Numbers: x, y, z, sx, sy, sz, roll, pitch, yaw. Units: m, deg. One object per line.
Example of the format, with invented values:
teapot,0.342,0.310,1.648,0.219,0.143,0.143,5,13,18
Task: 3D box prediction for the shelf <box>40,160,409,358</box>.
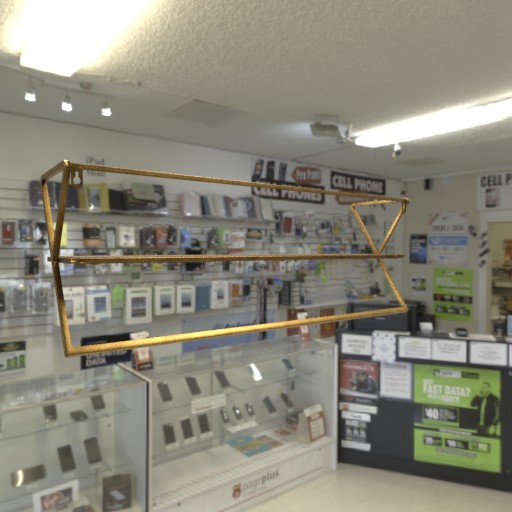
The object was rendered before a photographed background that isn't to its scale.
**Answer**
shelf,0.000,0.000,0.756,0.645,0.229,0.150,-1,1,-36
